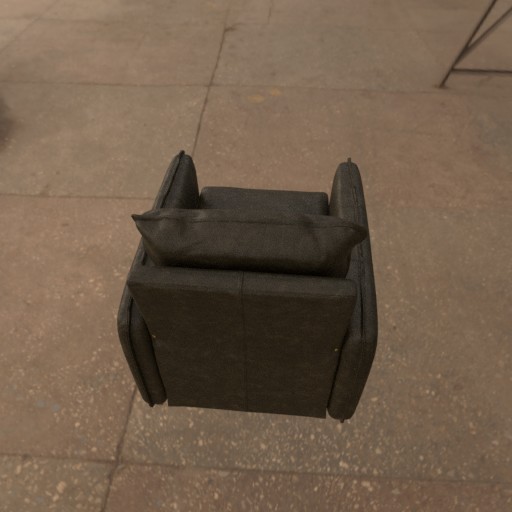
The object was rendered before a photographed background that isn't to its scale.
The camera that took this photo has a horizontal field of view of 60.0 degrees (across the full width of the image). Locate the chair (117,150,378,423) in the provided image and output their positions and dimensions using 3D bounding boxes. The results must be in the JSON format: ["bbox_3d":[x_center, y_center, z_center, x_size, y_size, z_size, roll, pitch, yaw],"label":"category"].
[{"bbox_3d":[0.000,0.000,1.641,0.830,0.921,0.921,4,46,3],"label":"chair"}]
